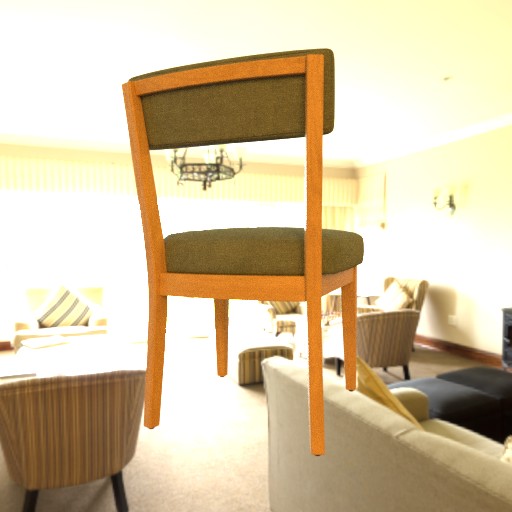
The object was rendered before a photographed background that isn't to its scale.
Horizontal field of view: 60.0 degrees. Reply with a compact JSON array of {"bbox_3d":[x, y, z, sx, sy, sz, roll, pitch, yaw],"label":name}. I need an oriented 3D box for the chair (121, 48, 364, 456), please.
[{"bbox_3d":[0.000,0.000,1.168,0.508,0.832,0.572,0,1,20],"label":"chair"}]
